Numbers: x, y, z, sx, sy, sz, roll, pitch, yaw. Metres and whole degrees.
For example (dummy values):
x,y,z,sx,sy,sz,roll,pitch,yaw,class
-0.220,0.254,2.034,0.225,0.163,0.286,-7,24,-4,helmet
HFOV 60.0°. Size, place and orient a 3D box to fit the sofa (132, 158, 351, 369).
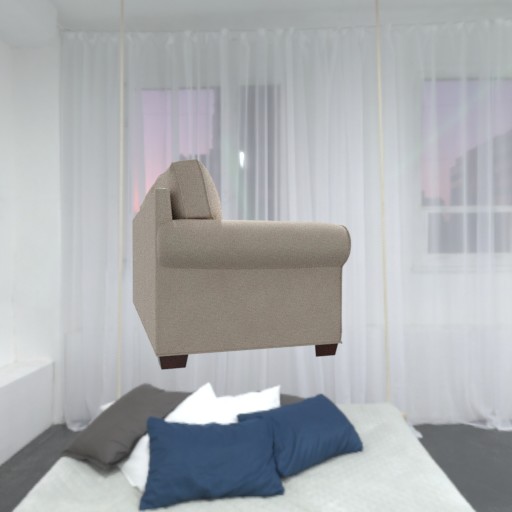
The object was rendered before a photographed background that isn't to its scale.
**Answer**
x,y,z,sx,sy,sz,roll,pitch,yaw,class
0.000,0.000,2.415,1.226,0.734,1.770,0,1,-18,sofa
